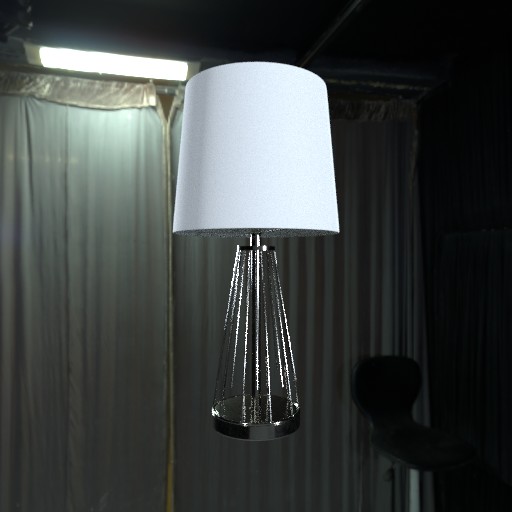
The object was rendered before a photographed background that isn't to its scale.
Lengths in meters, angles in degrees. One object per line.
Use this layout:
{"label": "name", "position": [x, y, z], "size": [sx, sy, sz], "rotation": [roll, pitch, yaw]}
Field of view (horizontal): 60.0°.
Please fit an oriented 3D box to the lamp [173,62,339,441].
{"label": "lamp", "position": [0.000, 0.000, 0.821], "size": [0.303, 0.618, 0.303], "rotation": [0, 0, 0]}
